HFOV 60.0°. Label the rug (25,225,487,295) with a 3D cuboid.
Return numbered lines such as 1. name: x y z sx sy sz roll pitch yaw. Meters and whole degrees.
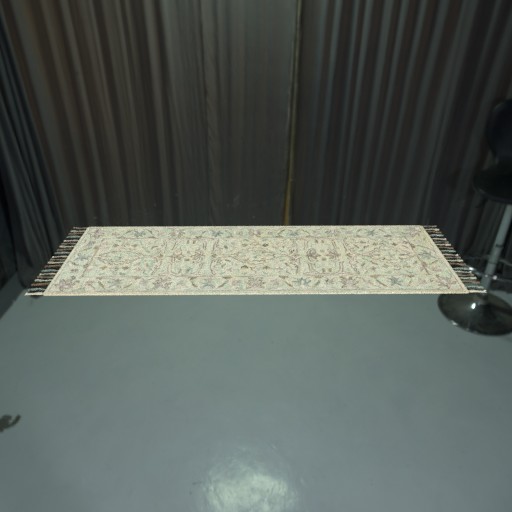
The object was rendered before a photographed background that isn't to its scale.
1. rug: 0.000 0.000 2.660 2.440 0.013 0.769 0 31 0
